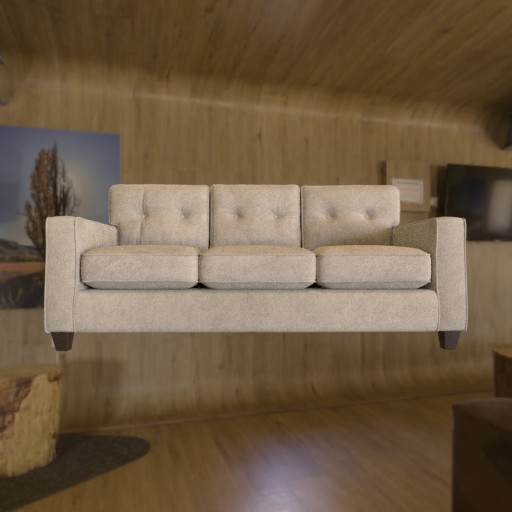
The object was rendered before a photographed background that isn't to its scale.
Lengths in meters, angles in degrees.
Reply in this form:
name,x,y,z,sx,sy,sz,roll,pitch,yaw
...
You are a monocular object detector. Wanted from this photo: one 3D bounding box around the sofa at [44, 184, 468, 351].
name,x,y,z,sx,sy,sz,roll,pitch,yaw
sofa,0.000,0.000,2.647,2.133,0.965,0.939,0,-1,-1
